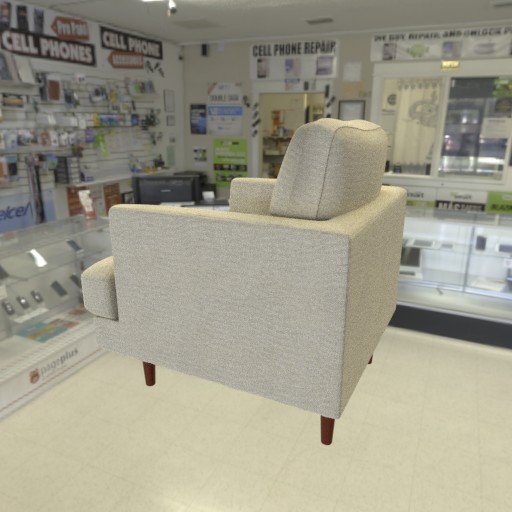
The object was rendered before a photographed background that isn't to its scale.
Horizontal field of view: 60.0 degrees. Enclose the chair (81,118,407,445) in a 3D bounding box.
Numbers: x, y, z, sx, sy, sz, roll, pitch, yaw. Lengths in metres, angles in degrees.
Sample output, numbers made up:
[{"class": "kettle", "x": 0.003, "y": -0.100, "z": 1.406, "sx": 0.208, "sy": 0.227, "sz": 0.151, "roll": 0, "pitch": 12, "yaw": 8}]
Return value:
[{"class": "chair", "x": 0.000, "y": 0.000, "z": 1.616, "sx": 0.899, "sy": 0.957, "sz": 0.858, "roll": 9, "pitch": 19, "yaw": 26}]
